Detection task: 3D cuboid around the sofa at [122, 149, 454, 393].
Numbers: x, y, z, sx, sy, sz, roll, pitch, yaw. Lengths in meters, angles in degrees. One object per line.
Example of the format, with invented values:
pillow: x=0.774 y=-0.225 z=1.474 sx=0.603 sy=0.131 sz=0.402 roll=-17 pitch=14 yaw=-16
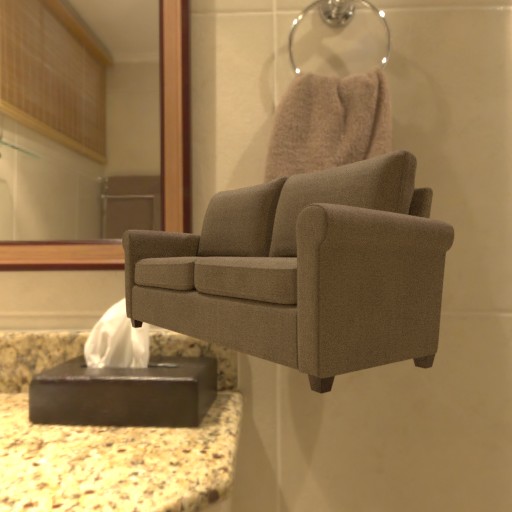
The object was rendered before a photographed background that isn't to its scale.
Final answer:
sofa: x=0.000 y=0.000 z=2.445 sx=0.842 sy=0.942 sz=1.935 roll=0 pitch=0 yaw=-36
